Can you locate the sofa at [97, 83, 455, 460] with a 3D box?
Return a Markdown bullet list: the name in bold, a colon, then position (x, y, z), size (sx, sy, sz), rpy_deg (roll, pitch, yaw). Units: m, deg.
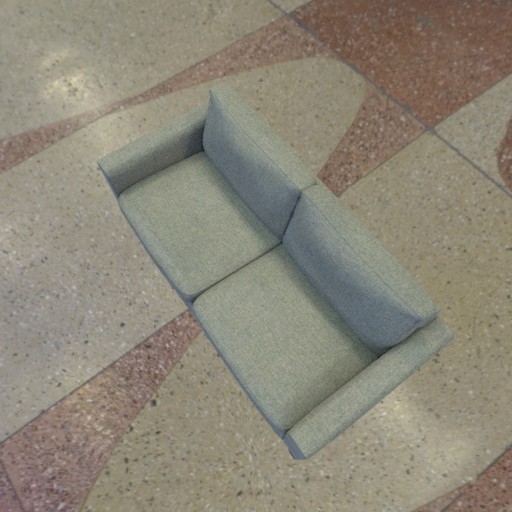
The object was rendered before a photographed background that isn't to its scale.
- **sofa**: position (0.000, 0.000, 2.506), size (0.969, 0.892, 1.978), rpy_deg (-33, 69, -14)
